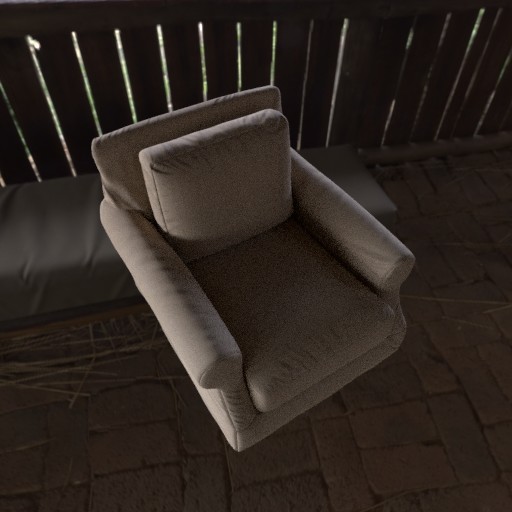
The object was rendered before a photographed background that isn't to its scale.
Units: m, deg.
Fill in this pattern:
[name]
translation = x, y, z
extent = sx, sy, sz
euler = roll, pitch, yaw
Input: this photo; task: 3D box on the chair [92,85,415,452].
[chair]
translation = 0.000, 0.000, 1.788
extent = 0.940, 0.866, 1.066
euler = -25, 52, -21
